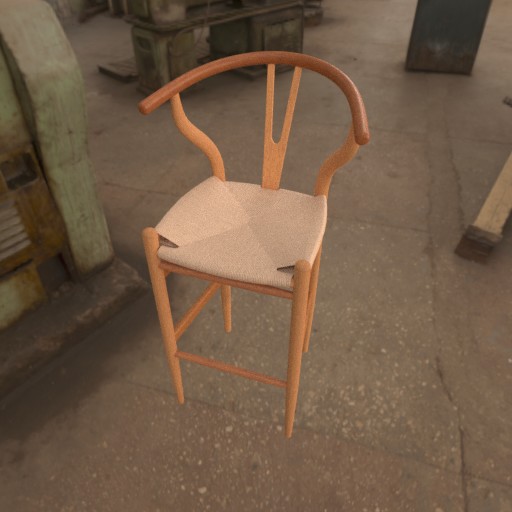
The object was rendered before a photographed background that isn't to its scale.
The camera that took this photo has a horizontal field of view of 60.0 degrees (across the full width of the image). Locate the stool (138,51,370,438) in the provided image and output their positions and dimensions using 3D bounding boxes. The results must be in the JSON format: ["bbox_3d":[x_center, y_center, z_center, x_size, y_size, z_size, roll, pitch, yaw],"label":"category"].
[{"bbox_3d":[0.000,0.000,1.387,0.574,1.068,0.561,12,41,14],"label":"stool"}]
